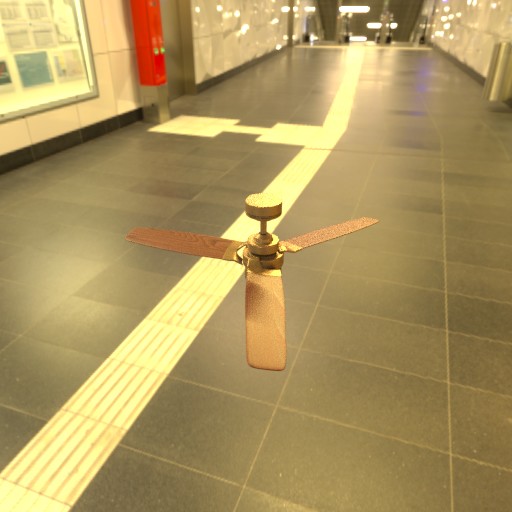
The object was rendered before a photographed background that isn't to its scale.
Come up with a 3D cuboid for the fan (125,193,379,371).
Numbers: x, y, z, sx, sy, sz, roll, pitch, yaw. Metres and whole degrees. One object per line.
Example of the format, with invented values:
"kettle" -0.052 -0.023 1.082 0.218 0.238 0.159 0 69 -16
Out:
"fan" 0.000 0.000 2.028 1.416 0.425 1.271 0 29 0
